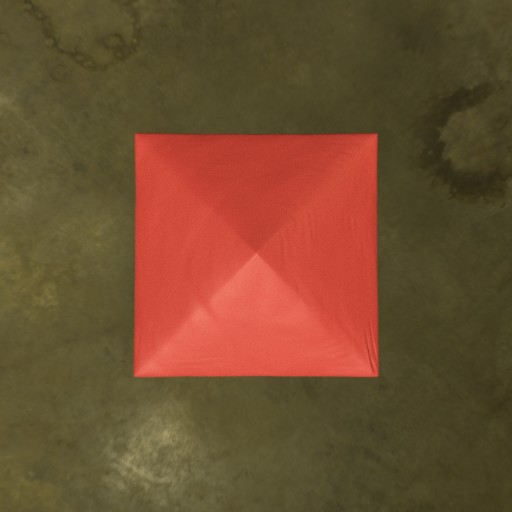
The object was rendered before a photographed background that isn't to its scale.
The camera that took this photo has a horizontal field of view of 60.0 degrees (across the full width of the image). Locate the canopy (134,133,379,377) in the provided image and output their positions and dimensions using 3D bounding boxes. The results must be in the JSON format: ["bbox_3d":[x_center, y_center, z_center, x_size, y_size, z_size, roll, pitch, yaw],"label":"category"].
[{"bbox_3d":[0.000,0.000,5.168,2.848,2.849,2.849,0,89,0],"label":"canopy"}]
